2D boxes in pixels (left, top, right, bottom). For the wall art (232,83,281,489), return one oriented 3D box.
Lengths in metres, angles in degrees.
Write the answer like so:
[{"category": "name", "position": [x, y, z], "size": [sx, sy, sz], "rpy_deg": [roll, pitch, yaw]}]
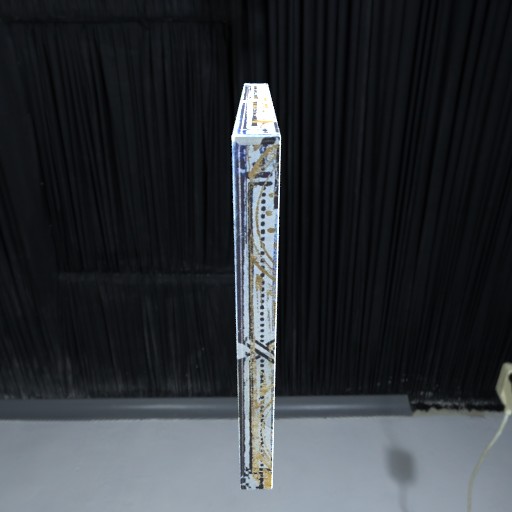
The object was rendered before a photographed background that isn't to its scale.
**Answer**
[{"category": "wall art", "position": [0.000, 0.000, 0.614], "size": [0.038, 0.410, 0.411], "rpy_deg": [0, 26, 0]}]
